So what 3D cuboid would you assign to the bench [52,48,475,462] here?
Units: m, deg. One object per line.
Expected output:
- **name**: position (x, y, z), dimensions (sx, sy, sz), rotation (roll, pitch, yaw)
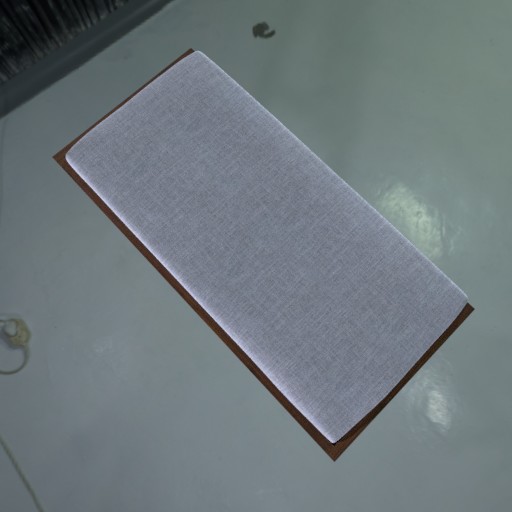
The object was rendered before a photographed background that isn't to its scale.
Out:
- **bench**: position (0.000, 0.000, 0.994), dimensions (0.362, 0.461, 0.734), rotation (-43, 79, -10)
